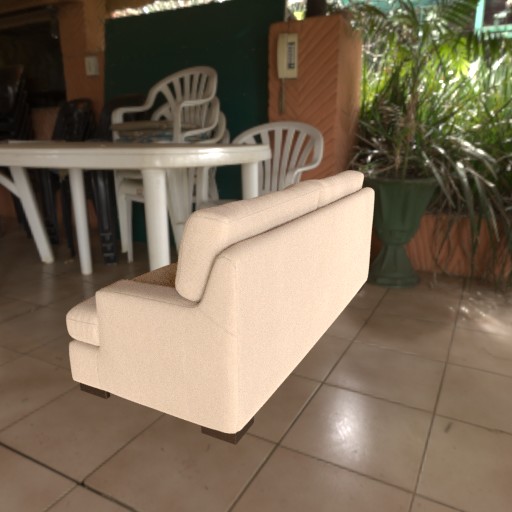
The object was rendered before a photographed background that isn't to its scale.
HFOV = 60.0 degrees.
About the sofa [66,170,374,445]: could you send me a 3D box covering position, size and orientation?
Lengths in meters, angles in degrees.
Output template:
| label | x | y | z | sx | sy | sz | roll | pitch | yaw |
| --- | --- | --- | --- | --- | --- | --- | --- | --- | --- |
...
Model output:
| label | x | y | z | sx | sy | sz | roll | pitch | yaw |
| --- | --- | --- | --- | --- | --- | --- | --- | --- | --- |
| sofa | 0.000 | 0.000 | 2.694 | 0.929 | 0.925 | 2.147 | 8 | 17 | 26 |
